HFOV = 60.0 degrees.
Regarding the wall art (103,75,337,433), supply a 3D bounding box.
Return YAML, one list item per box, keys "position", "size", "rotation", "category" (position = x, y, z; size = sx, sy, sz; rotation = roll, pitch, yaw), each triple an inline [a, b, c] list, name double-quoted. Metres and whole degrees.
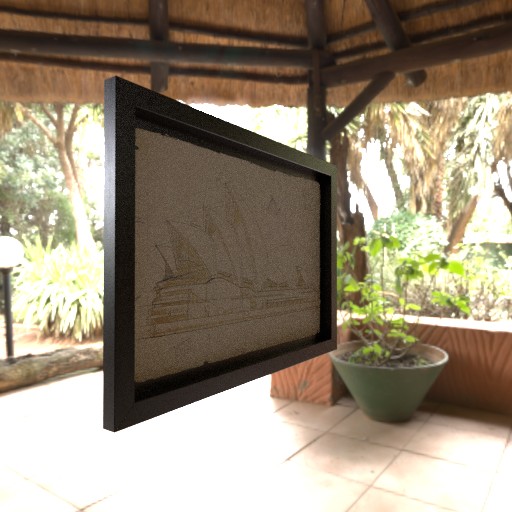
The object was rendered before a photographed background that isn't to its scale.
- position: [0.000, 0.000, 0.842]
  size: [0.027, 0.458, 0.657]
  rotation: [-1, -1, 35]
  category: "wall art"
